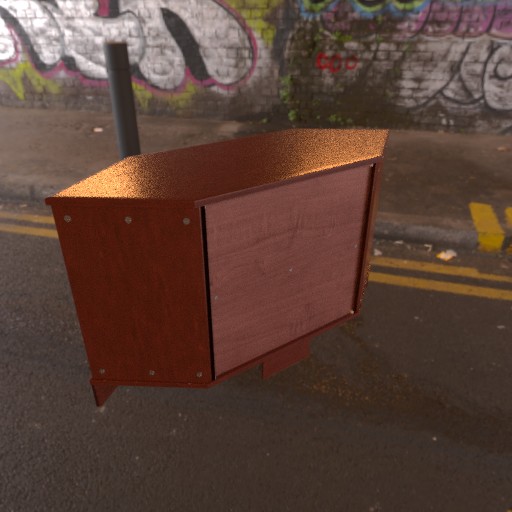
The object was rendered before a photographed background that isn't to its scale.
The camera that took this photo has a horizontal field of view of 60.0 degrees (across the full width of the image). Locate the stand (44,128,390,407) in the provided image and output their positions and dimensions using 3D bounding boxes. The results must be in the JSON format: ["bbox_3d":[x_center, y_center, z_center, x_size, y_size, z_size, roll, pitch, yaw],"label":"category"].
[{"bbox_3d":[0.000,0.000,1.337,1.072,0.614,0.381,-19,34,-30],"label":"stand"}]
